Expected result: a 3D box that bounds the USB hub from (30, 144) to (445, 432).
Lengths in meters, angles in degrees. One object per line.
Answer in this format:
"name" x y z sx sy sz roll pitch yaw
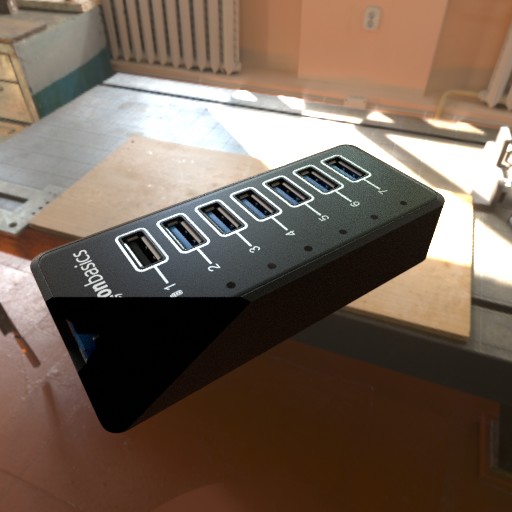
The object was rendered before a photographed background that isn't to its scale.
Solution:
"USB hub" 0.000 0.000 0.128 0.110 0.023 0.044 -25 47 -25
